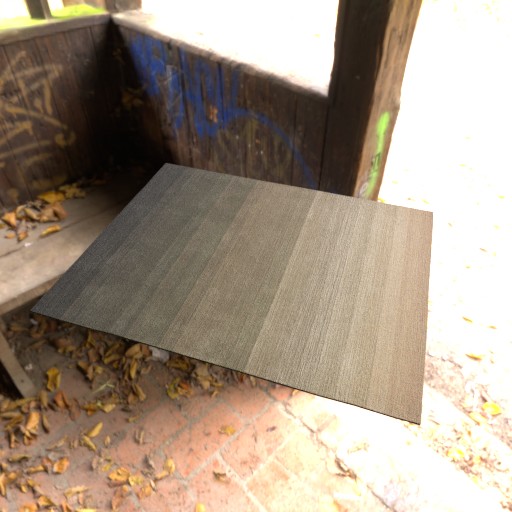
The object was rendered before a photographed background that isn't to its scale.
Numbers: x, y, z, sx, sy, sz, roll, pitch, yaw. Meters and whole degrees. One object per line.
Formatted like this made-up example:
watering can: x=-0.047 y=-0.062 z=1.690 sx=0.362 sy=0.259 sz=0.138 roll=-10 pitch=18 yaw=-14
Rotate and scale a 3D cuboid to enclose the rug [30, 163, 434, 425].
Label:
rug: x=0.000 y=0.000 z=3.898 sx=2.932 sy=0.015 sz=2.315 roll=13 pitch=44 yaw=13
